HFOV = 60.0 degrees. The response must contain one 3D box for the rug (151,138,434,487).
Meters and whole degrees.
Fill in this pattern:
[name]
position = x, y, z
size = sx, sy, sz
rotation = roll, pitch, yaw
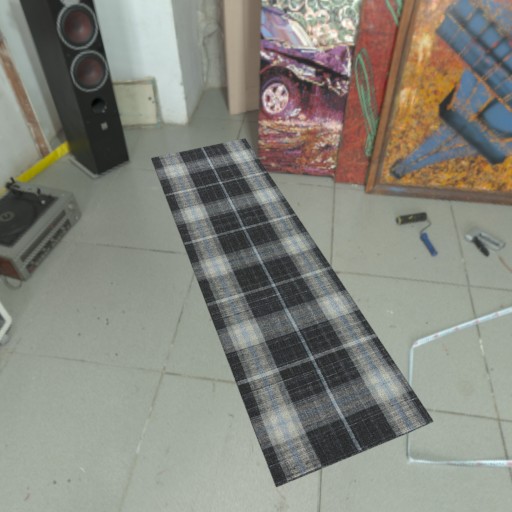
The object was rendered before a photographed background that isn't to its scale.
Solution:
[rug]
position = 0.000, 0.000, 2.641
size = 0.760, 0.012, 2.434
rotation = -16, 49, -14
